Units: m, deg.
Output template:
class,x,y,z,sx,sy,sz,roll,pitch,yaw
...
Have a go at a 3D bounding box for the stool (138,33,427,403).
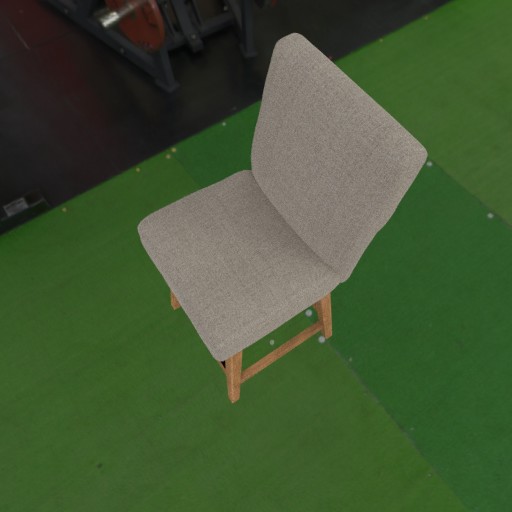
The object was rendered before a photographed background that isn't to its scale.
class,x,y,z,sx,sy,sz,roll,pitch,yaw
stool,0.000,0.000,1.295,0.526,1.010,0.459,-31,66,-15
